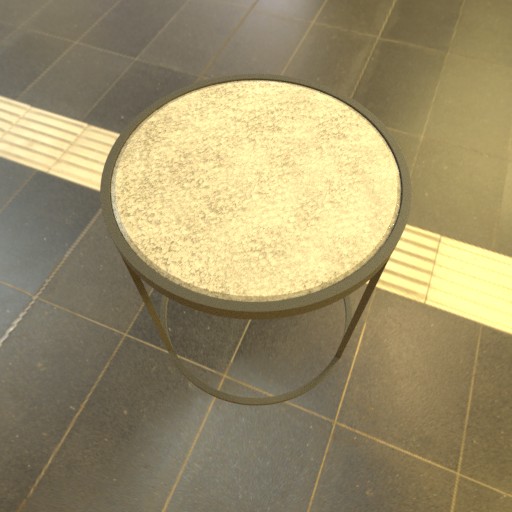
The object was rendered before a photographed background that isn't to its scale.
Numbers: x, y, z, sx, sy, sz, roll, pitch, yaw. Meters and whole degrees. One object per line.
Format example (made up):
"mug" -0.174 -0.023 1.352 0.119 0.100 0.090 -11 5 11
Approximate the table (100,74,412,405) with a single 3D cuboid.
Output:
"table" 0.000 0.000 0.890 0.470 0.498 0.470 0 58 0
